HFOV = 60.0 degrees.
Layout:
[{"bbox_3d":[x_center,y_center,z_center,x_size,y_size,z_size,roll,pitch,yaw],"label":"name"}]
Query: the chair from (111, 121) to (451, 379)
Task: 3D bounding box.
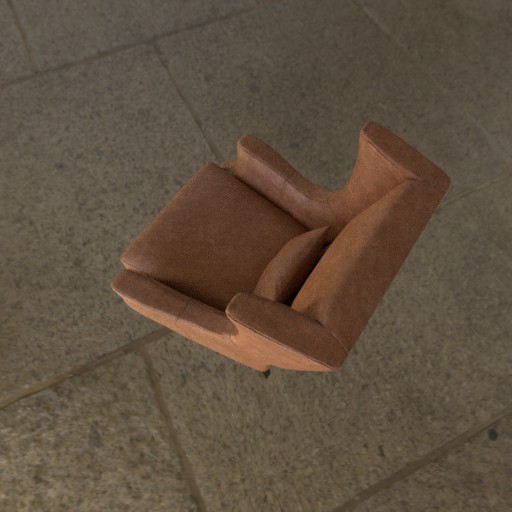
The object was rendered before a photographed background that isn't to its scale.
[{"bbox_3d":[0.000,0.000,1.699,0.926,1.016,0.853,32,68,15],"label":"chair"}]
